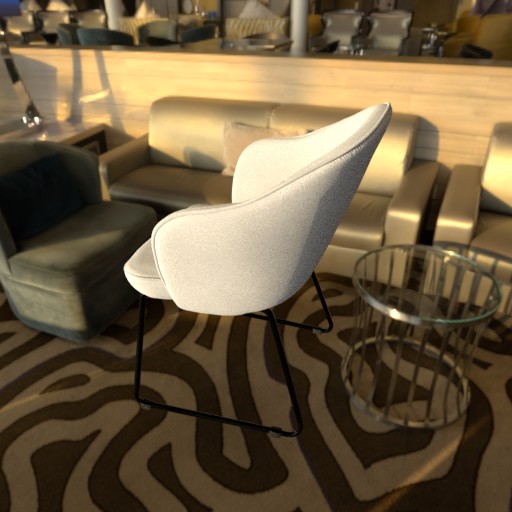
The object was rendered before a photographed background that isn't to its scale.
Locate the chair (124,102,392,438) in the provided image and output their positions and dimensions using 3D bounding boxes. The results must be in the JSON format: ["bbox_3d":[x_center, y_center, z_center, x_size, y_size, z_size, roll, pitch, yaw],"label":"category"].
[{"bbox_3d":[0.000,0.000,1.190,0.592,0.817,0.570,9,31,15],"label":"chair"}]
